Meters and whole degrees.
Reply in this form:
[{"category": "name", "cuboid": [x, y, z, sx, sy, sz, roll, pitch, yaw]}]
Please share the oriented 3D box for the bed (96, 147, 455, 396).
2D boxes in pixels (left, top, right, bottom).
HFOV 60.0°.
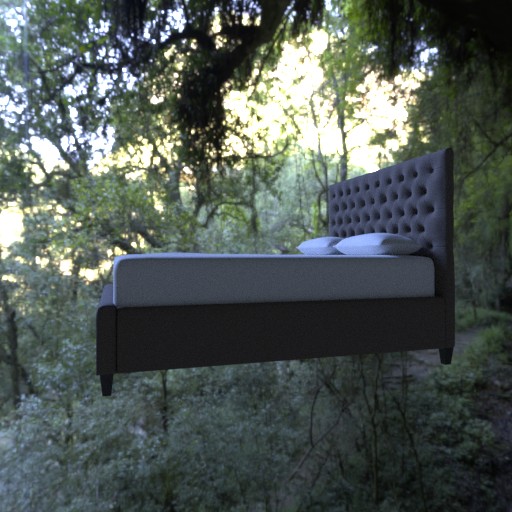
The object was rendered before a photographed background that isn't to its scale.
[{"category": "bed", "cuboid": [0.000, 0.000, 3.364, 2.233, 1.426, 1.696, 0, 0, -18]}]
